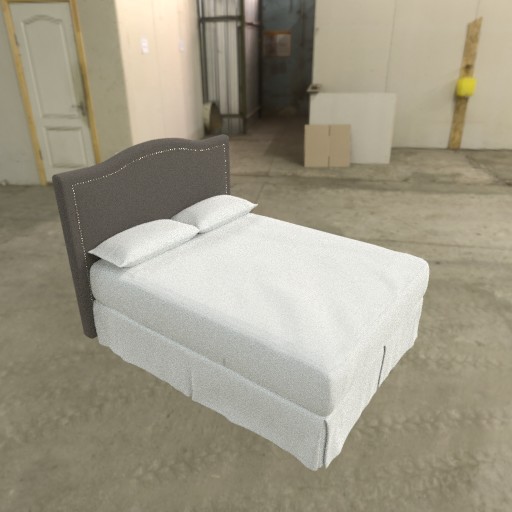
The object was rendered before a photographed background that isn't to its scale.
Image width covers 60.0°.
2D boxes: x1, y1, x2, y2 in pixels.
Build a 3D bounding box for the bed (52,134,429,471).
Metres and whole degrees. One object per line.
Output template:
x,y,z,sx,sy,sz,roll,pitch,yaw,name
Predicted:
0.000,0.000,3.124,2.036,1.387,1.666,18,31,32,bed
